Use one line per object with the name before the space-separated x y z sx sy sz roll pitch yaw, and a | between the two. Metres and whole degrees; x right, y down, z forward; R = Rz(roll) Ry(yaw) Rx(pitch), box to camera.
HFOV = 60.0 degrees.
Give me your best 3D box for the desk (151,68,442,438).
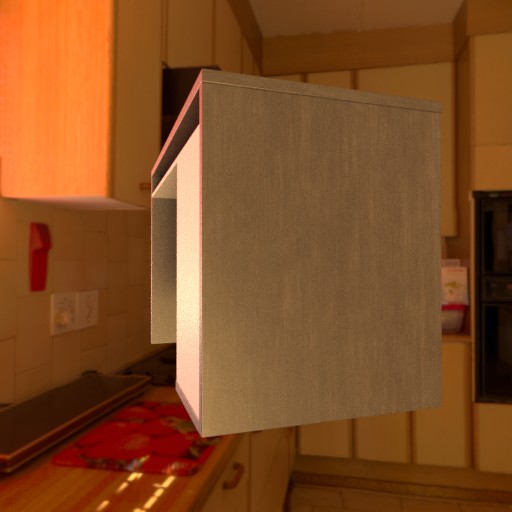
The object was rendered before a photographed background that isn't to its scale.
desk | 0.000 0.000 1.513 0.600 0.750 1.100 0 -1 -19
